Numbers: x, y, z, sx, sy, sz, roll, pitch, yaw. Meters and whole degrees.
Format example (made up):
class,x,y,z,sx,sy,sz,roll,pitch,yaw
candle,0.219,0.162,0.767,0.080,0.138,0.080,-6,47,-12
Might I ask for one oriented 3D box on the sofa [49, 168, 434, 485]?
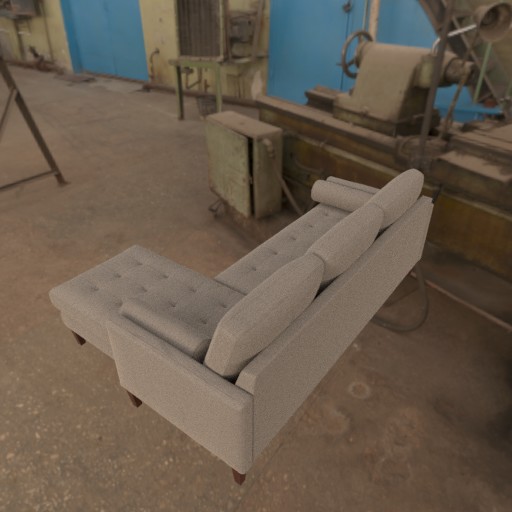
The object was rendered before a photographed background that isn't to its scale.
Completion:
class,x,y,z,sx,sy,sz,roll,pitch,yaw
sofa,0.000,0.000,2.850,1.506,0.875,2.178,22,39,30
